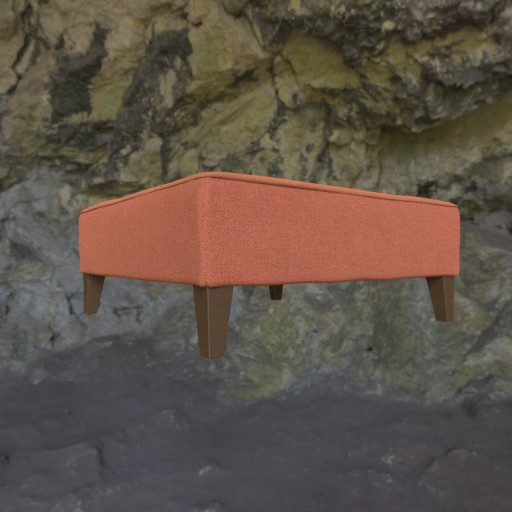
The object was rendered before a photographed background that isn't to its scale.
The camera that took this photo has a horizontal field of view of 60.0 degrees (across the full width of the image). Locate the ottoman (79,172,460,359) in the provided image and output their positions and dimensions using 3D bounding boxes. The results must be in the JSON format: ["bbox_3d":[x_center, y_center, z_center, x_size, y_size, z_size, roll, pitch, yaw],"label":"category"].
[{"bbox_3d":[0.000,0.000,1.589,0.999,0.438,0.997,0,0,-36],"label":"ottoman"}]
